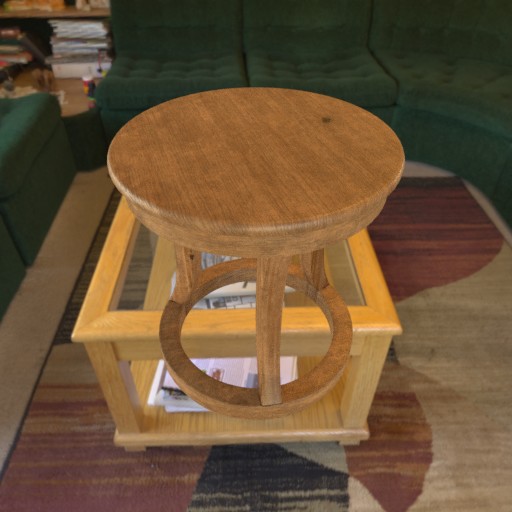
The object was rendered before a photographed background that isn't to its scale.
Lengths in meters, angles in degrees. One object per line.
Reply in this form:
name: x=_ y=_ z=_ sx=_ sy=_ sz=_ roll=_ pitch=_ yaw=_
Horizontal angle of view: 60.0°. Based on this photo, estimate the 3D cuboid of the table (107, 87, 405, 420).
table: x=0.000 y=0.000 z=0.808 sx=0.432 sy=0.460 sz=0.432 roll=0 pitch=41 yaw=0
